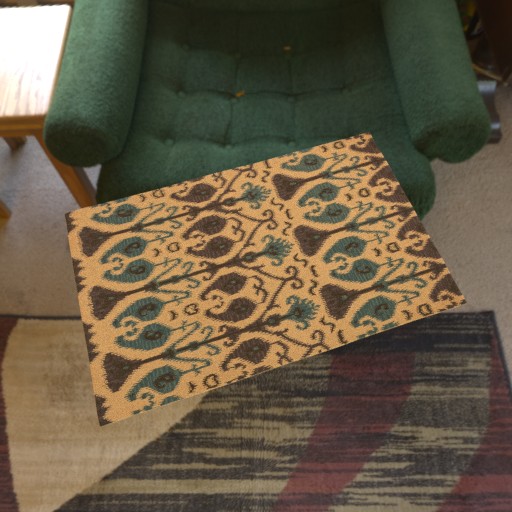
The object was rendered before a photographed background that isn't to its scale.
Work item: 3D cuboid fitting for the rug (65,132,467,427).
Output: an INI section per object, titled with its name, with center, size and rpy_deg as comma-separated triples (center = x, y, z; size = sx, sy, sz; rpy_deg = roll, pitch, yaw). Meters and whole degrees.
[rug]
center = 0.000, 0.000, 2.143
size = 1.698, 0.013, 1.072
rpy_deg = -17, 65, -8
